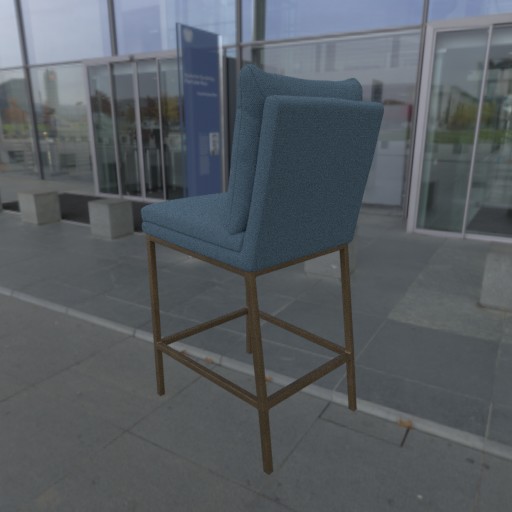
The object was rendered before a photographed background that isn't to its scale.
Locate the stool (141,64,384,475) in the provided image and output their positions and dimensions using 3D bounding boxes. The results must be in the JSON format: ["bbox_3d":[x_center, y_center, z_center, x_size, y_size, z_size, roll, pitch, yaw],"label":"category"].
[{"bbox_3d":[0.000,0.000,1.369,0.463,1.032,0.568,-15,22,-42],"label":"stool"}]
